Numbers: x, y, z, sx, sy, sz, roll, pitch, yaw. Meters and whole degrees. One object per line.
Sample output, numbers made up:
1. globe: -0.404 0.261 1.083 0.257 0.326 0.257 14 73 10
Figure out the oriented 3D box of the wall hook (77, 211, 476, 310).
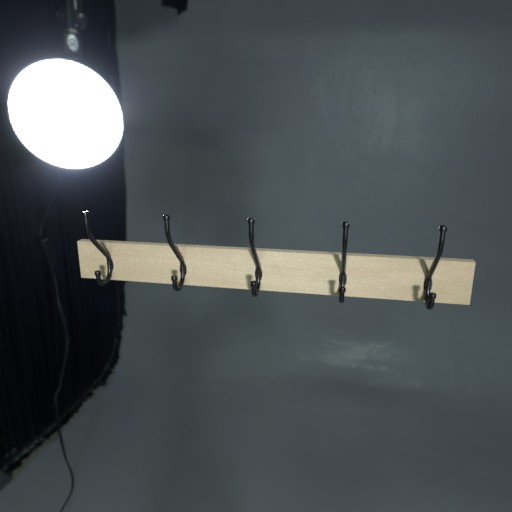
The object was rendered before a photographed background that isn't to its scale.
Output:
1. wall hook: 0.000 0.000 0.609 0.571 0.117 0.071 3 16 11
